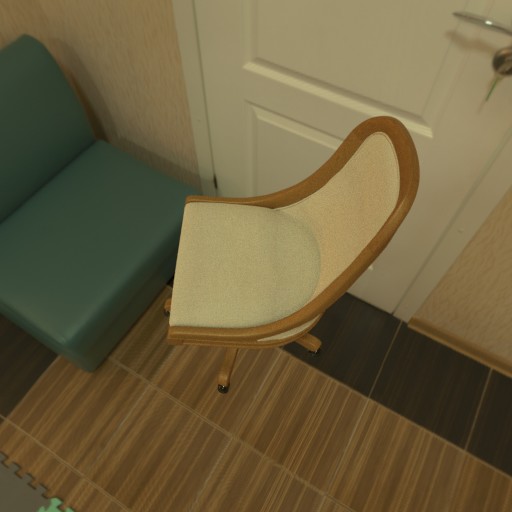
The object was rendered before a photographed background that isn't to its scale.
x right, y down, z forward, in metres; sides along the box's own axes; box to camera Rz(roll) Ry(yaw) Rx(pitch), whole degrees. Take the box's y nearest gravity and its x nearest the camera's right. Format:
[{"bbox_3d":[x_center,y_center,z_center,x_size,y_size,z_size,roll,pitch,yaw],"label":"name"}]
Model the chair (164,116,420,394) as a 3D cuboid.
[{"bbox_3d":[0.000,0.000,1.533,0.811,1.009,0.702,1,59,1],"label":"chair"}]
